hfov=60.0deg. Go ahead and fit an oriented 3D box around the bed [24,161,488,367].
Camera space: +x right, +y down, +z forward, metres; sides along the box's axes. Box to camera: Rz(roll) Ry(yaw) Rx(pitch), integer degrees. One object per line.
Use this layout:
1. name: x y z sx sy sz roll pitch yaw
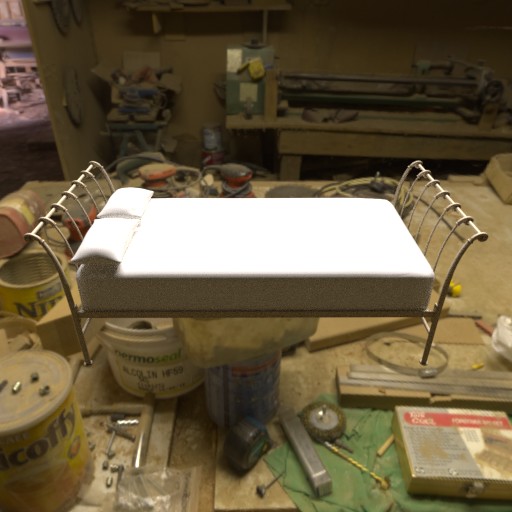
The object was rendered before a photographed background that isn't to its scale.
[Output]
1. bed: 0.000 0.000 2.761 2.228 0.873 1.032 0 32 0
